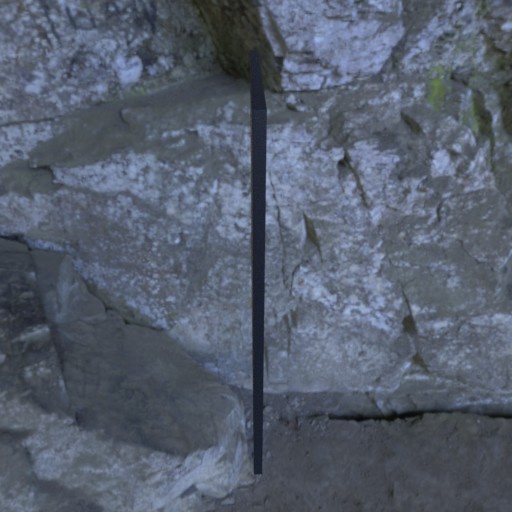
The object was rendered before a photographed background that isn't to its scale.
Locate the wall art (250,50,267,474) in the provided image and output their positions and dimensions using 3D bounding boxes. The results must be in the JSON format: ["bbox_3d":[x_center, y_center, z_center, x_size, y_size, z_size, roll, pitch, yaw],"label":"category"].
[{"bbox_3d":[0.000,0.000,0.684,0.013,0.534,0.381,0,32,-1],"label":"wall art"}]
